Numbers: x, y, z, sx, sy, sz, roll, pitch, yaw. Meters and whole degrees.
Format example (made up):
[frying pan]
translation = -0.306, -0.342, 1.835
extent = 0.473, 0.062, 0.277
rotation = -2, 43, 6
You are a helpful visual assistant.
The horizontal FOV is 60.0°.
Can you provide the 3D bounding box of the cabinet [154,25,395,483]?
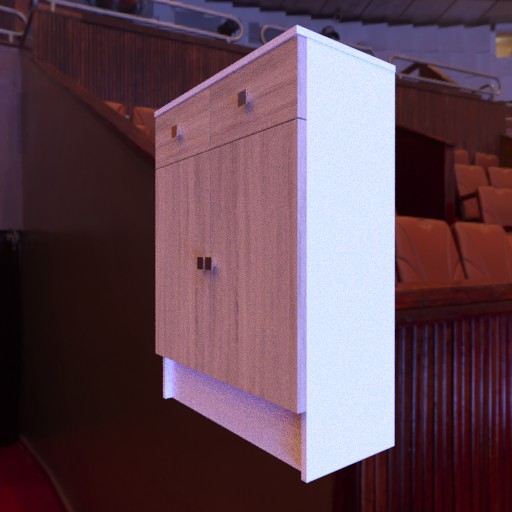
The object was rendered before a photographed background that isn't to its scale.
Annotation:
[cabinet]
translation = 0.000, 0.000, 1.101
extent = 0.296, 0.815, 0.600
rotation = 0, 0, -37
